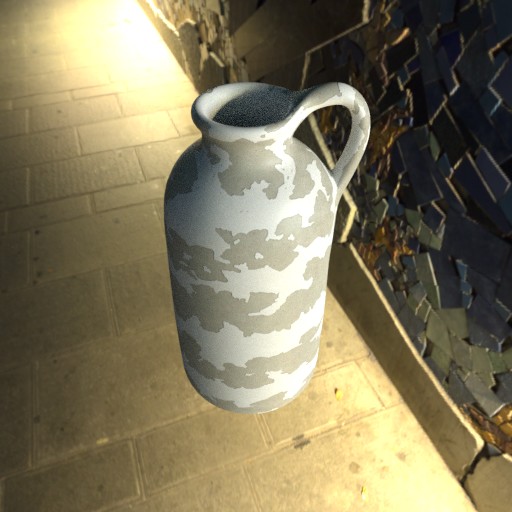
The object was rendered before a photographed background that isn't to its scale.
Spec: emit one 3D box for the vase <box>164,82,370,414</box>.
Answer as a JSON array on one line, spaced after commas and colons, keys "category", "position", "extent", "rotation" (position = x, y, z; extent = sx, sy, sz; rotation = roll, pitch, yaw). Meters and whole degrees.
[{"category": "vase", "position": [0.000, 0.000, 0.490], "extent": [0.203, 0.382, 0.186], "rotation": [-4, 44, -4]}]
